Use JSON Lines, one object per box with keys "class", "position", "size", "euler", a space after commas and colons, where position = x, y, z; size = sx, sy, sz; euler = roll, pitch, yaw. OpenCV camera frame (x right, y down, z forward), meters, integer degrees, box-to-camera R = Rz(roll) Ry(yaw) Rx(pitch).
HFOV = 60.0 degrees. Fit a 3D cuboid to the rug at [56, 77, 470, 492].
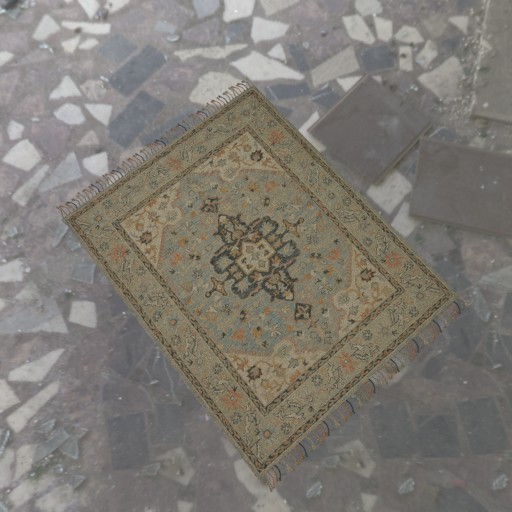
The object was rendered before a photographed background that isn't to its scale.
{"class": "rug", "position": [0.000, 0.000, 3.413], "size": [1.971, 0.010, 2.651], "euler": [-38, 77, -11]}
